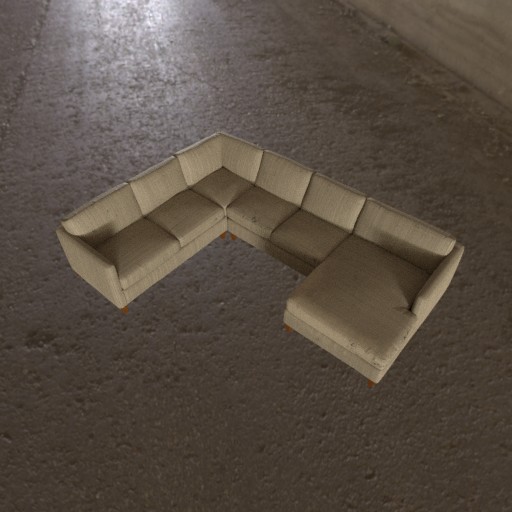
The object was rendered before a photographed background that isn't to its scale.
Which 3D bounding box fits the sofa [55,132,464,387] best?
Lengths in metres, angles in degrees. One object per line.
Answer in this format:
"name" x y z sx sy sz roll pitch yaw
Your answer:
"sofa" 0.000 0.000 4.764 3.460 0.961 2.594 31 53 27
